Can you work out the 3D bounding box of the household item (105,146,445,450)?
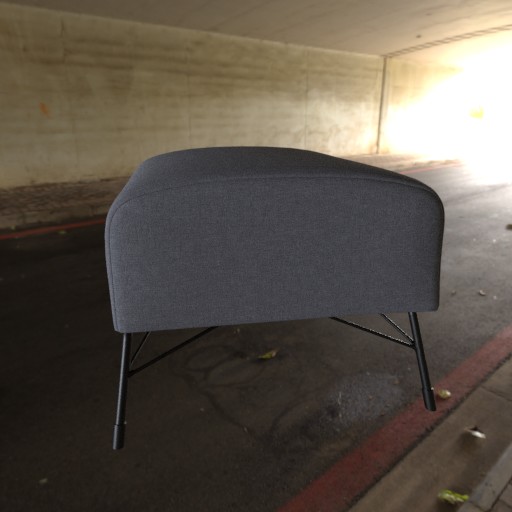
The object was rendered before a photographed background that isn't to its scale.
[{"bbox_3d":[0.000,0.000,0.887,0.530,0.410,0.530,-3,18,-10],"label":"household item"}]
